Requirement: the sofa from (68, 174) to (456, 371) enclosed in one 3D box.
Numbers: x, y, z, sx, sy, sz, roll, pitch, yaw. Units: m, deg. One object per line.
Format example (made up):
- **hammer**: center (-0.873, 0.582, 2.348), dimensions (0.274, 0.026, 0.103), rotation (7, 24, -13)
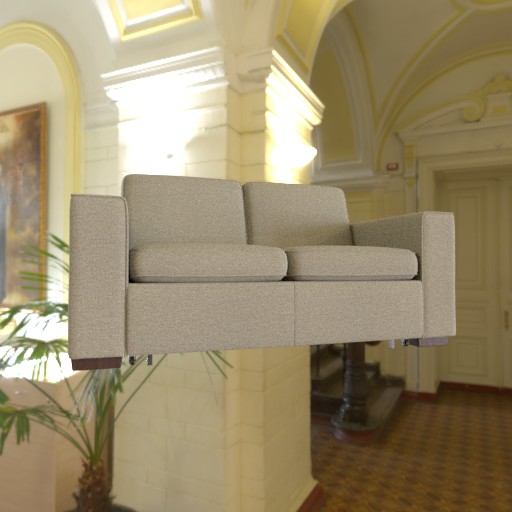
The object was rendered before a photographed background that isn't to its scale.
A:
- **sofa**: center (0.000, 0.000, 2.404), dimensions (1.812, 0.924, 1.007), rotation (1, -2, -19)
